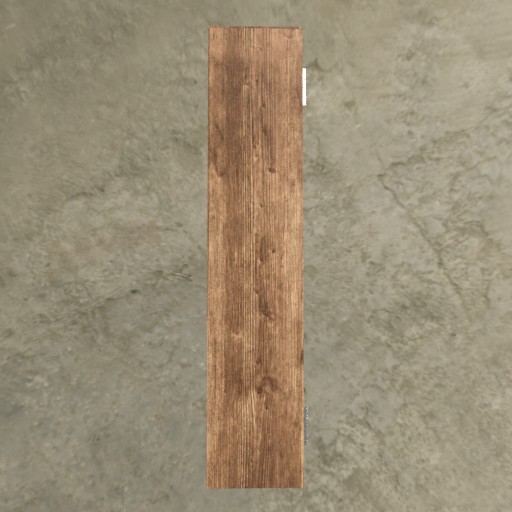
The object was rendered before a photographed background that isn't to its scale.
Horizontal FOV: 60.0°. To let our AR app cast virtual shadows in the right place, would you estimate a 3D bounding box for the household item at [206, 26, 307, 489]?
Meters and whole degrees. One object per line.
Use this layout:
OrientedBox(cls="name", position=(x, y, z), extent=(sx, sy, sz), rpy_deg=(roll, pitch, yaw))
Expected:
OrientedBox(cls="household item", position=(0.000, 0.000, 2.033), extent=(0.390, 0.615, 1.800), rpy_deg=(0, 88, -1))
